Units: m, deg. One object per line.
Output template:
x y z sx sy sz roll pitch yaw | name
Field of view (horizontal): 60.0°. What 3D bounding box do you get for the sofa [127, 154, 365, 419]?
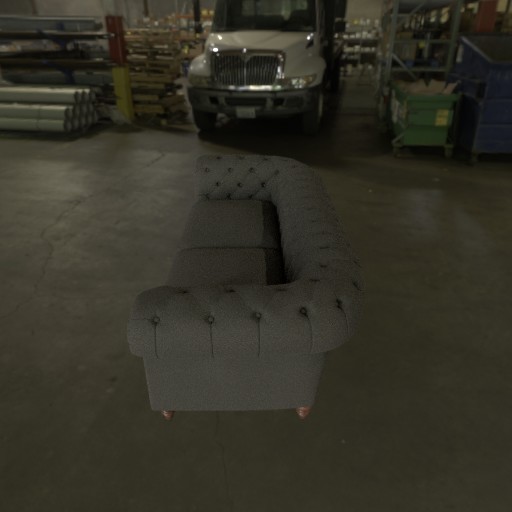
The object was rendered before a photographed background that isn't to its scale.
0.000 0.000 2.773 0.991 0.762 2.362 0 27 0 | sofa
